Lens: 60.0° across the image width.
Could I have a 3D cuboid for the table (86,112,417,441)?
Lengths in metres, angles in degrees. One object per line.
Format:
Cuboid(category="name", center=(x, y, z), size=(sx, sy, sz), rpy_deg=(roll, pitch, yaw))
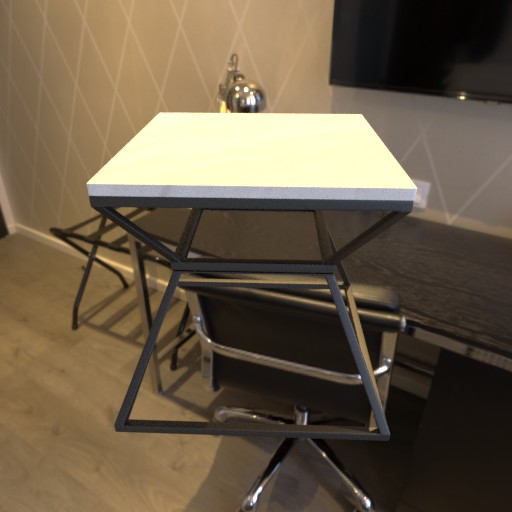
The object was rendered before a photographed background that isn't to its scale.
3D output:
Cuboid(category="table", center=(0.000, 0.000, 0.825), size=(0.455, 0.431, 0.455), rpy_deg=(1, 30, 2))
